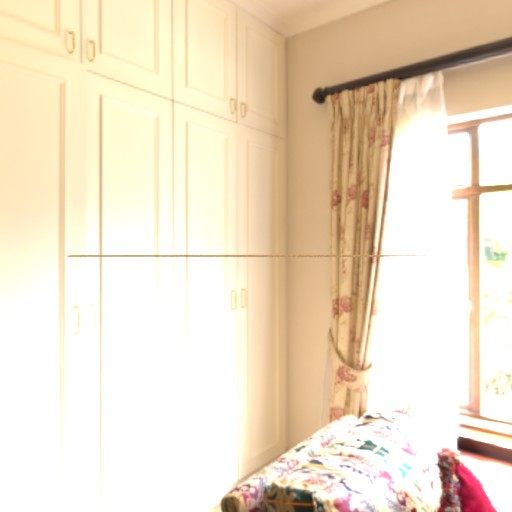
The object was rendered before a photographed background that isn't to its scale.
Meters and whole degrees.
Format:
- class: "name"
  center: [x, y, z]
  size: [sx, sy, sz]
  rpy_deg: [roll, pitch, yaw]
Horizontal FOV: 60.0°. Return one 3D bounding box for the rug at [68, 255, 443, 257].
- class: "rug"
  center: [0.000, 0.000, 2.914]
  size: [1.522, 0.008, 2.284]
  rpy_deg: [0, 0, 0]
